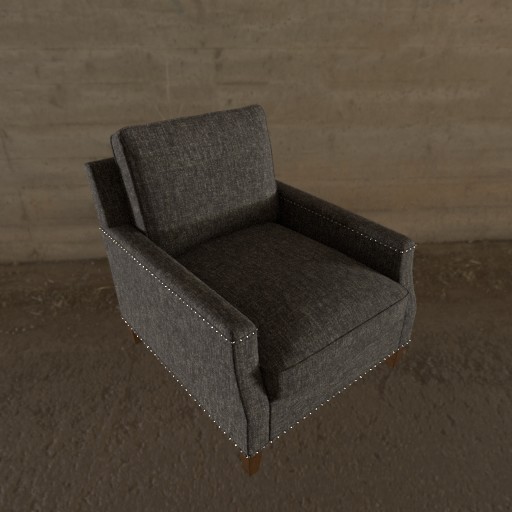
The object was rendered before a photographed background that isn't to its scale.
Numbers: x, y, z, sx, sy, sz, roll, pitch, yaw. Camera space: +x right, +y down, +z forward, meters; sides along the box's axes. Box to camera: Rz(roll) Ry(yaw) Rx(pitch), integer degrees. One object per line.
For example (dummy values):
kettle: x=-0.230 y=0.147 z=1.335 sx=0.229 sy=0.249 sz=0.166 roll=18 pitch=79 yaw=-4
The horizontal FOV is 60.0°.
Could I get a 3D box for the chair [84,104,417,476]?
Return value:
chair: x=0.000 y=0.000 z=1.715 sx=0.853 sy=0.943 sz=1.014 roll=-23 pitch=37 yaw=-33
